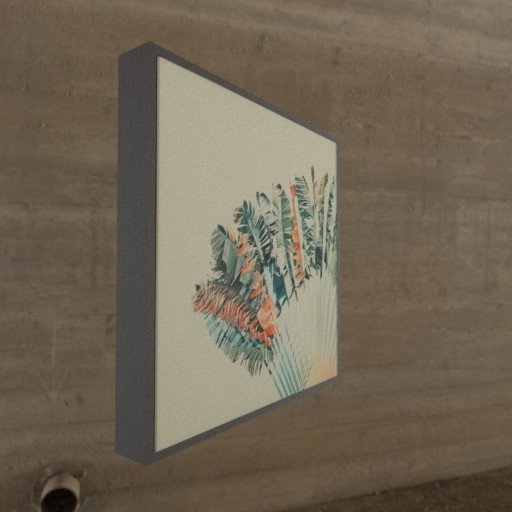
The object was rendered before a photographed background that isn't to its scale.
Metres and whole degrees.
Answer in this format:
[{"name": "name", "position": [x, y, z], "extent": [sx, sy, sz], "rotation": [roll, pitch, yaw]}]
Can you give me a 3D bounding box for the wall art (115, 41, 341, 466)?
[{"name": "wall art", "position": [0.000, 0.000, 0.444], "extent": [0.036, 0.300, 0.302], "rotation": [-1, -2, 37]}]
